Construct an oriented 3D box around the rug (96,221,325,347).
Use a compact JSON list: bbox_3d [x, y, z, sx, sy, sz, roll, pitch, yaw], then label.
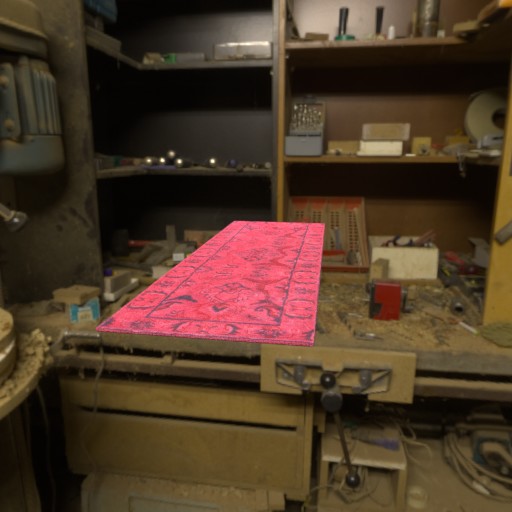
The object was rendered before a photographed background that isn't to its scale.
[{"bbox_3d":[0.000,0.000,2.756,0.813,0.018,2.439,2,14,9],"label":"rug"}]
